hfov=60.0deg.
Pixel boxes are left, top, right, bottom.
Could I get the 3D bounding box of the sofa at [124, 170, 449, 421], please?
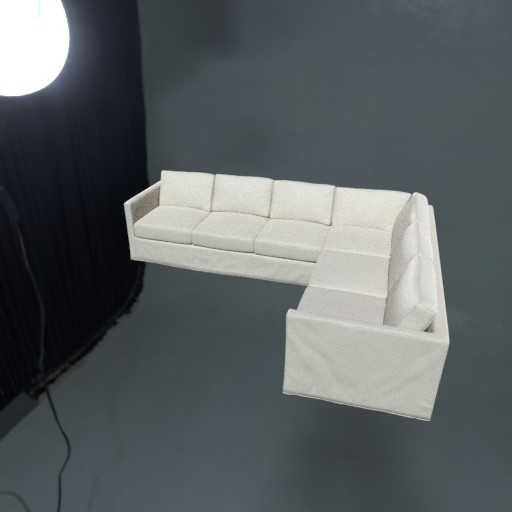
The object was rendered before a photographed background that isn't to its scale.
[{"bbox_3d":[0.000,0.000,4.196,3.182,0.871,2.432,8,28,15],"label":"sofa"}]
